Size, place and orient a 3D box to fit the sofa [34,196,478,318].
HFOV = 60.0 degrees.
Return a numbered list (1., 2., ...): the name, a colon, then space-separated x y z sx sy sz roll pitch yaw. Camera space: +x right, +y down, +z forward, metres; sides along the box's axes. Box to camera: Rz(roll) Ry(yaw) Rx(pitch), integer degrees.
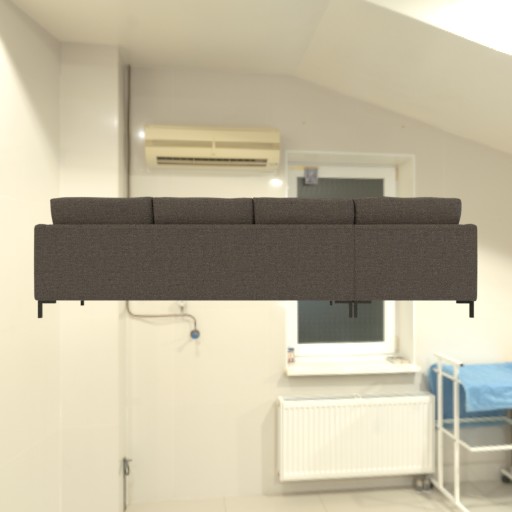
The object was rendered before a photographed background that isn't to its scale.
1. sofa: 0.000 0.000 3.284 2.731 0.754 1.258 0 0 0
